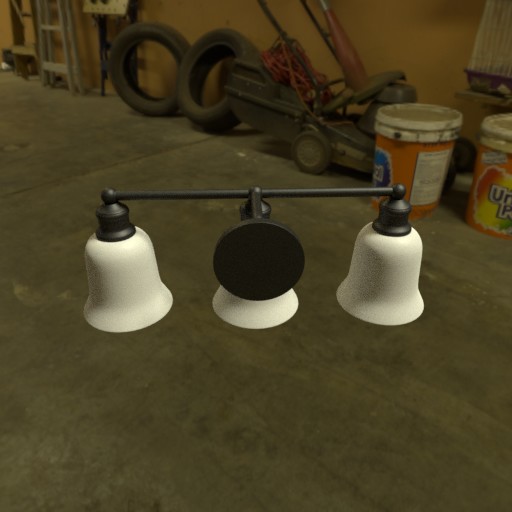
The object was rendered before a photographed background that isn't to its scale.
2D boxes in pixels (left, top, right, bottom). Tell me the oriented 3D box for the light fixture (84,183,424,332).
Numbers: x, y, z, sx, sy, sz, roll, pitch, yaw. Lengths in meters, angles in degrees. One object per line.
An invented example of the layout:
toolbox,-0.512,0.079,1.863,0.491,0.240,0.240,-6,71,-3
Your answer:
light fixture,0.000,0.000,0.676,0.570,0.211,0.198,-1,31,-2
